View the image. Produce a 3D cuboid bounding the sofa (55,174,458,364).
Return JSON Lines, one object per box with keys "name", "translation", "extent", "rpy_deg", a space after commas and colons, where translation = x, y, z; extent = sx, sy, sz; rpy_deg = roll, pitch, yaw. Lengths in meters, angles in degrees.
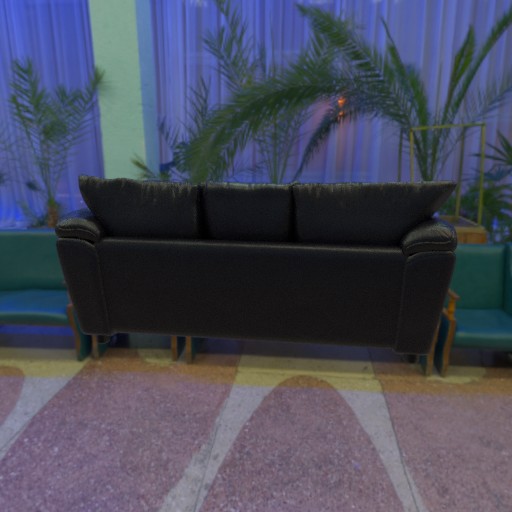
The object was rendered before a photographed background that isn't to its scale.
{"name": "sofa", "translation": [0.000, 0.000, 2.880], "extent": [2.336, 1.073, 0.880], "rpy_deg": [2, 16, 7]}
